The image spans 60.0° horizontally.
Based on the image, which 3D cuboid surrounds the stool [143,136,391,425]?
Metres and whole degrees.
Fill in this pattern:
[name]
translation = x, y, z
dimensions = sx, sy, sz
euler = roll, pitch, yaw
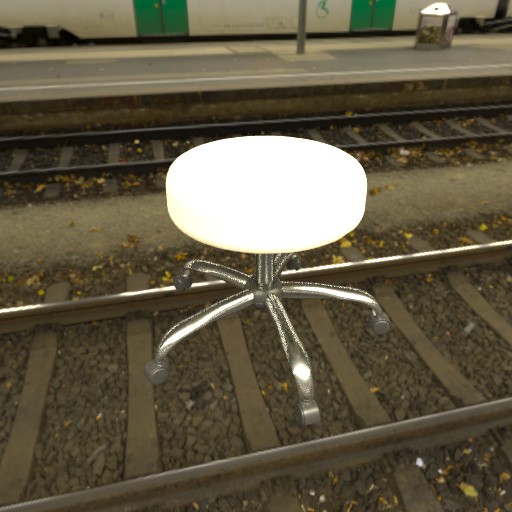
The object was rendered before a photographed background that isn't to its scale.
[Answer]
[stool]
translation = 0.000, 0.000, 1.051
dimensions = 0.614, 0.482, 0.634
euler = -20, 37, -29
